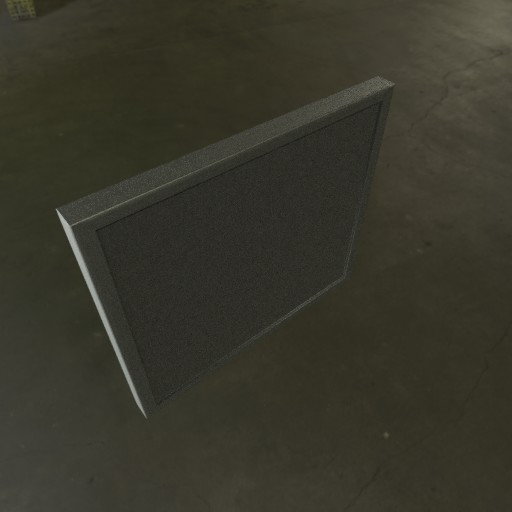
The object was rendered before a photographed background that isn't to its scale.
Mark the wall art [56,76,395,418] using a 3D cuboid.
[{"bbox_3d":[0.000,0.000,0.539,0.380,0.330,0.028,-30,53,-26],"label":"wall art"}]
